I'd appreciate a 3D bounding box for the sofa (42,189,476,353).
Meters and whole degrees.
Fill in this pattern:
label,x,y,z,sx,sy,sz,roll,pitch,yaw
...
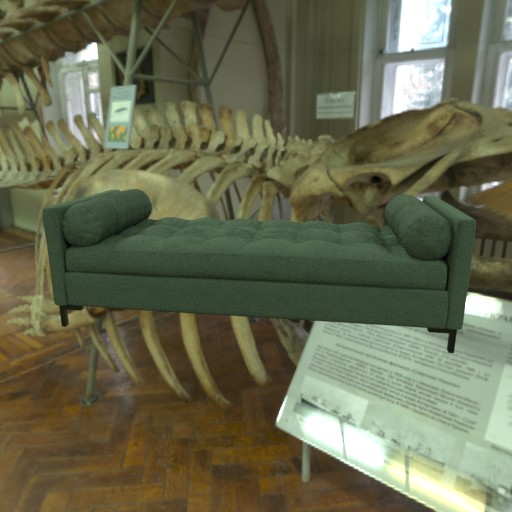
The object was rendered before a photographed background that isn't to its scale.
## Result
label,x,y,z,sx,sy,sz,roll,pitch,yaw
sofa,0.000,0.000,2.556,2.130,0.681,0.817,2,16,8
